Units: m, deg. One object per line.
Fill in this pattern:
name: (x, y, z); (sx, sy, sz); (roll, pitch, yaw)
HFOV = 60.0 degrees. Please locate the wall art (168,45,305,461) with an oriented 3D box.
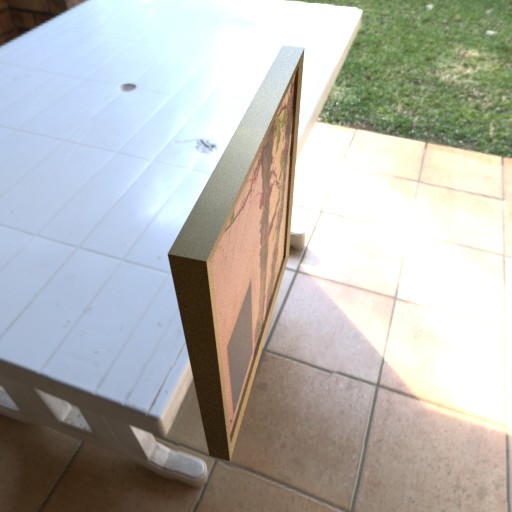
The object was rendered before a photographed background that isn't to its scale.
wall art: (0.000, 0.000, 0.759); (0.038, 0.508, 0.507); (11, 47, 10)
